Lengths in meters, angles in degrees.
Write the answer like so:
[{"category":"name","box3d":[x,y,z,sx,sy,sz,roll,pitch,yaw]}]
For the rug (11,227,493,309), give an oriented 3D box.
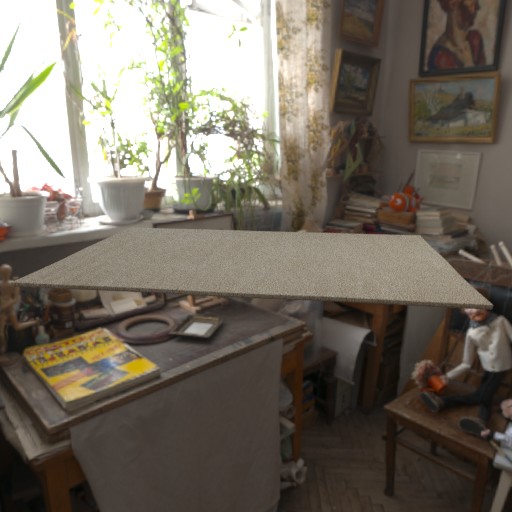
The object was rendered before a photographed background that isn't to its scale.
[{"category":"rug","box3d":[0.000,0.000,2.851,2.346,0.025,1.500,2,15,8]}]
